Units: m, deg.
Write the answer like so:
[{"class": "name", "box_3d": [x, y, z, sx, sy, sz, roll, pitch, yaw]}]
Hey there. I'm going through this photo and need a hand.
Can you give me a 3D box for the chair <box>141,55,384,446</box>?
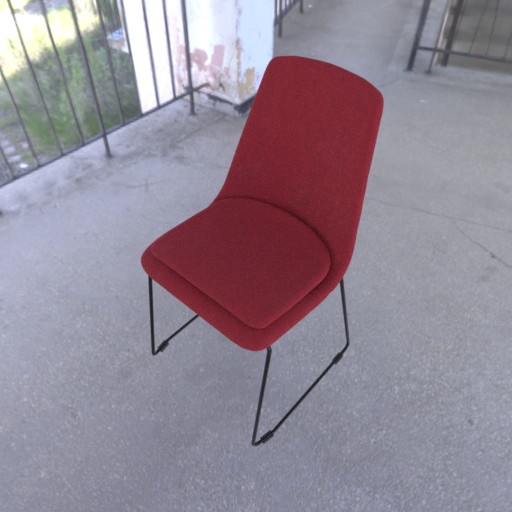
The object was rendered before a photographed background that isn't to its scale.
[{"class": "chair", "box_3d": [0.000, 0.000, 1.171, 0.479, 0.858, 0.518, 32, 54, 28]}]
